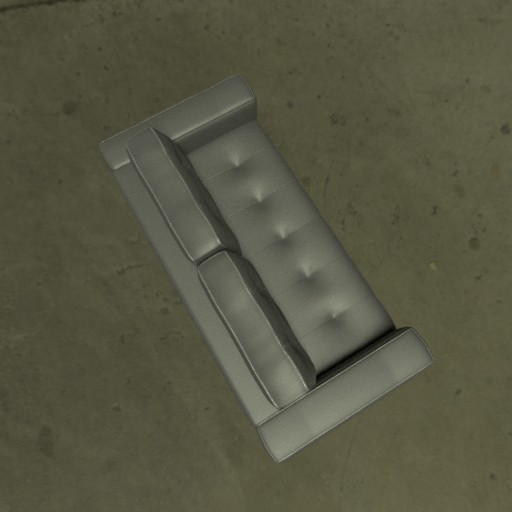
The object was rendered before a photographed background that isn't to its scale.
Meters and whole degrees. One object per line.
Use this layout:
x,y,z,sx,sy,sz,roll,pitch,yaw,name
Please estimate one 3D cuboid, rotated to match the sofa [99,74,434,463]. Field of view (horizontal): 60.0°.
0.000,0.000,2.218,0.833,0.892,1.726,-30,77,-8,sofa
